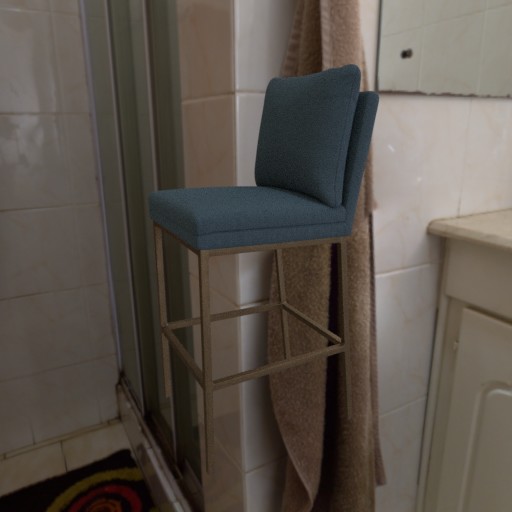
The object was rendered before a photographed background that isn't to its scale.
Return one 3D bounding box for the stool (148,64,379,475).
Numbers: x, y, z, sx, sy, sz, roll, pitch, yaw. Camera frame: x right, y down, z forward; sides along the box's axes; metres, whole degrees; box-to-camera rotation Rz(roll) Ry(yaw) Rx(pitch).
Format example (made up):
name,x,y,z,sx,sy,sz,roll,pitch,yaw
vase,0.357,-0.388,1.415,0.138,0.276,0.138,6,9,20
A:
name,x,y,z,sx,sy,sz,roll,pitch,yaw
stool,0.000,0.000,1.425,0.568,1.124,0.463,-8,18,-26
